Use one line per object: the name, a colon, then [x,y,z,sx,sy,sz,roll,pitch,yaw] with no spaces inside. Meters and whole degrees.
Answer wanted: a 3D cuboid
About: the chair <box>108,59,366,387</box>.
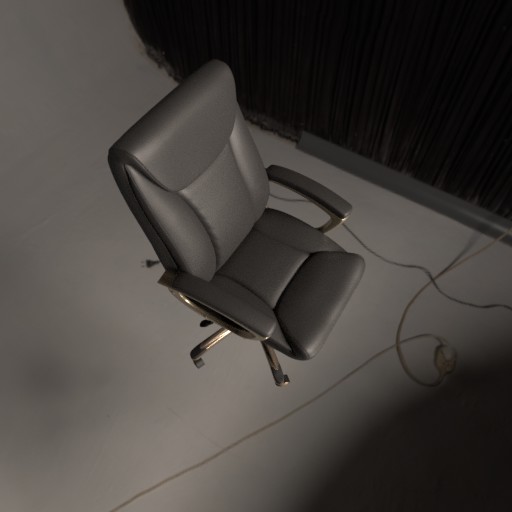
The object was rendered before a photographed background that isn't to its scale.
chair: [0.000,0.000,1.675,0.748,1.188,0.694,28,61,17]
